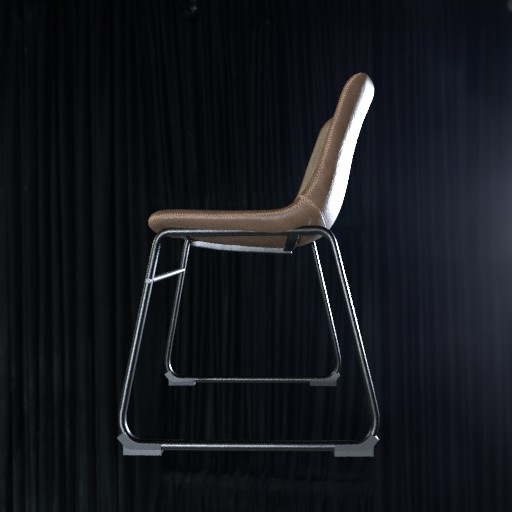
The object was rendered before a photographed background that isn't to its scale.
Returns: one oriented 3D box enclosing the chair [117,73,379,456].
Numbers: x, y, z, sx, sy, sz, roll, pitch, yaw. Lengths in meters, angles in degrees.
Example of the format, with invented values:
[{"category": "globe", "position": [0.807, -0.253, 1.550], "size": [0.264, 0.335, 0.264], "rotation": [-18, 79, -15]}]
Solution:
[{"category": "chair", "position": [0.000, 0.000, 1.097], "size": [0.551, 0.780, 0.460], "rotation": [0, 1, 1]}]
